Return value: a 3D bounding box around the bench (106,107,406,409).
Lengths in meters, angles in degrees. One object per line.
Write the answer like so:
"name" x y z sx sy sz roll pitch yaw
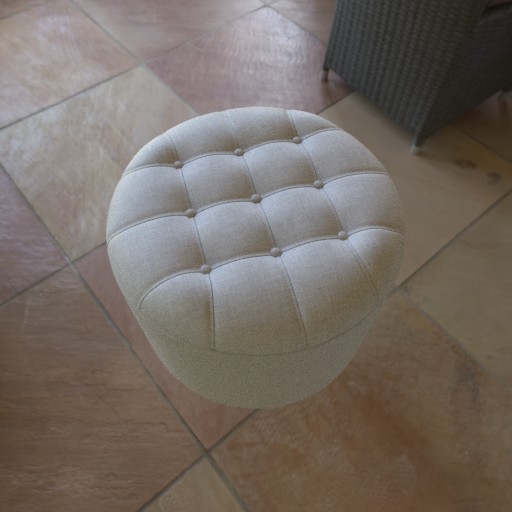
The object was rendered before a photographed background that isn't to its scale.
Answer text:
"bench" 0.000 0.000 1.029 0.600 0.453 0.600 0 58 0
